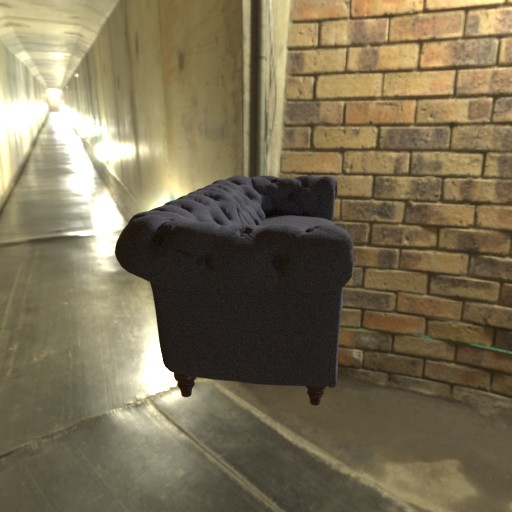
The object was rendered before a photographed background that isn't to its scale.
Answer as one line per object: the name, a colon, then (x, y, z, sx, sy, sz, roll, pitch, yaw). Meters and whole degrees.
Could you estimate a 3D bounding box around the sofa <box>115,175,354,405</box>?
sofa: (0.000, 0.000, 2.798, 1.046, 0.836, 2.335, 2, 15, 8)
